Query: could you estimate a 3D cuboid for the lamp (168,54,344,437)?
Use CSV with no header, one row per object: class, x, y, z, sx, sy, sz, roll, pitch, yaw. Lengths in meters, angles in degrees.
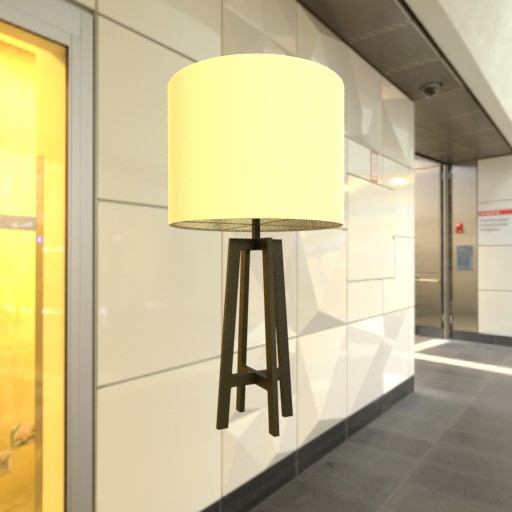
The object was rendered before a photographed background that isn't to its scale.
lamp,0.000,0.000,0.657,0.257,0.489,0.257,0,-1,18
